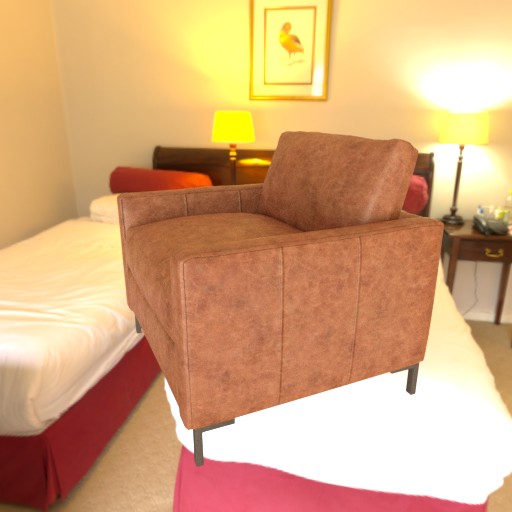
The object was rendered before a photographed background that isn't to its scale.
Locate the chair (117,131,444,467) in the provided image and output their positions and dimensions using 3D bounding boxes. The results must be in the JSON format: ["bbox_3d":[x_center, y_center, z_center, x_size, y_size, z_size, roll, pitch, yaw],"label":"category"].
[{"bbox_3d":[0.000,0.000,1.647,0.862,0.869,0.967,-8,20,-24],"label":"chair"}]
